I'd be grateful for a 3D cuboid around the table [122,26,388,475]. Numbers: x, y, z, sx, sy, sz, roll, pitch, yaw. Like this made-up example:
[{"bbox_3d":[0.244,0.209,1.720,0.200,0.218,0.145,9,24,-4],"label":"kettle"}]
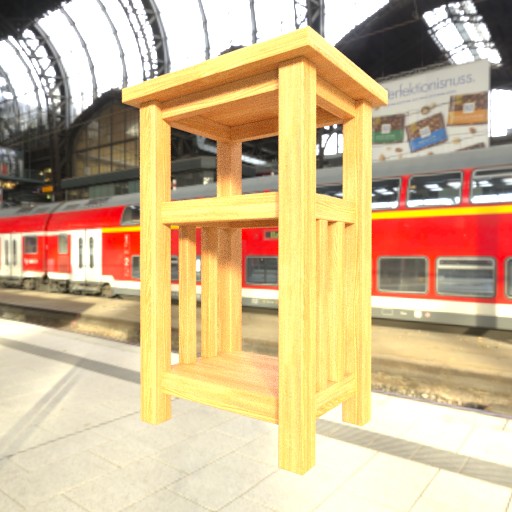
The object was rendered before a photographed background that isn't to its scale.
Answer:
[{"bbox_3d":[0.000,0.000,0.738,0.350,0.550,0.270,0,1,36],"label":"table"}]
